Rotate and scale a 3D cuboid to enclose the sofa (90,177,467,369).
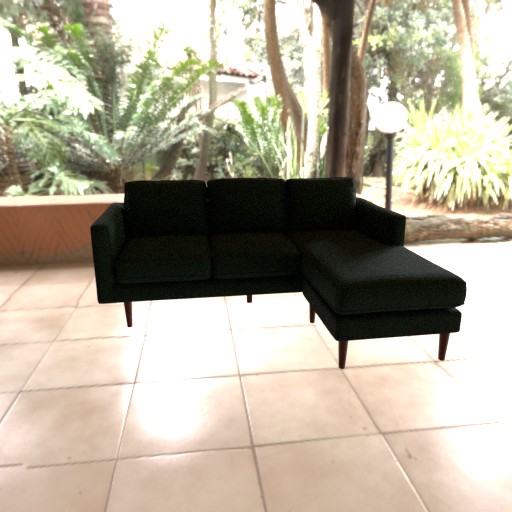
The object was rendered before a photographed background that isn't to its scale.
[{"bbox_3d":[0.000,0.000,2.906,2.030,0.899,1.580,-2,16,-8],"label":"sofa"}]
